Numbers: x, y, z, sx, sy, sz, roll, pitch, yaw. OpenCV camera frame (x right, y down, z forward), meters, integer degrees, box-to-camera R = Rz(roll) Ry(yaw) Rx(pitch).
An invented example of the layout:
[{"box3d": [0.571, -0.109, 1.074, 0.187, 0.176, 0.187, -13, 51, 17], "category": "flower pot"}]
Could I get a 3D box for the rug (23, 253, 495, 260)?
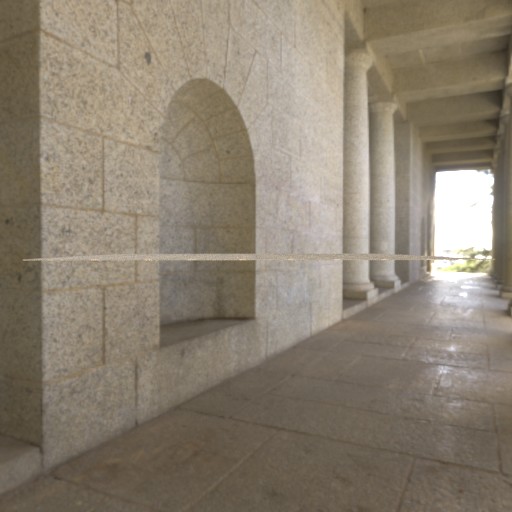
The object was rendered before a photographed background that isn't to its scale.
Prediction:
[{"box3d": [0.000, 0.000, 3.851, 2.892, 0.006, 2.283, 0, 1, -3], "category": "rug"}]
